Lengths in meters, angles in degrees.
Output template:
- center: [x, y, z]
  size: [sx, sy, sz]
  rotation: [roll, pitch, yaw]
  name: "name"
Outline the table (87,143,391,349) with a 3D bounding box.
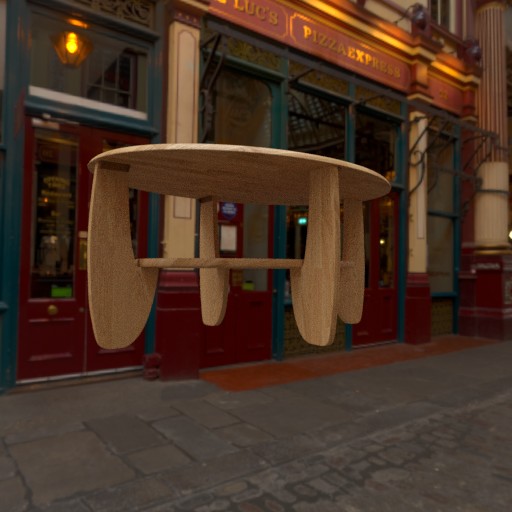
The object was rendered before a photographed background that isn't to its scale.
- center: [0.000, 0.000, 1.411]
  size: [1.040, 0.490, 0.690]
  rotation: [2, -3, -37]
  name: "table"
